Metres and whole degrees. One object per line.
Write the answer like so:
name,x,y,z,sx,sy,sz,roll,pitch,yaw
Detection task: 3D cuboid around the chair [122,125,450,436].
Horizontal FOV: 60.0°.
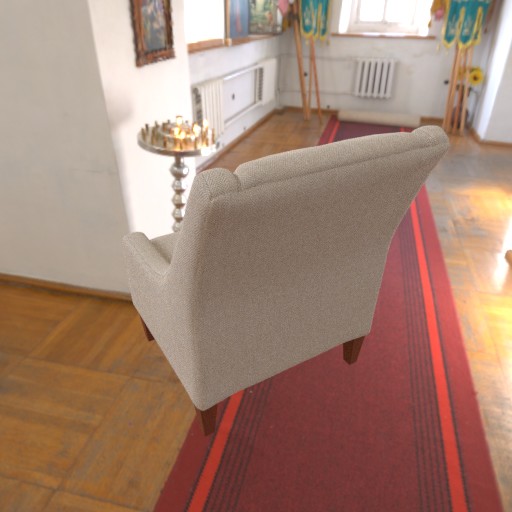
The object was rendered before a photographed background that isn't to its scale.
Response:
chair,0.000,0.000,1.613,0.774,1.014,0.870,-17,35,-26
